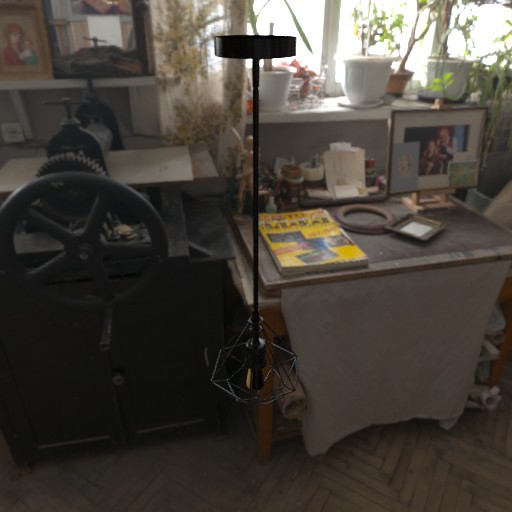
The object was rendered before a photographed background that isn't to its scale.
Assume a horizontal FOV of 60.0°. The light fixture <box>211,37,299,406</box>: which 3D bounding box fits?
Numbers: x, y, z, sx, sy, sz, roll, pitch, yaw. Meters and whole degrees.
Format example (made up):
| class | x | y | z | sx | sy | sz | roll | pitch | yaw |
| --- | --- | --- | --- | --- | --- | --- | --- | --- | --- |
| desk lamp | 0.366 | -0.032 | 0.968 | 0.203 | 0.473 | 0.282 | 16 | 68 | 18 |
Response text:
| class | x | y | z | sx | sy | sz | roll | pitch | yaw |
| --- | --- | --- | --- | --- | --- | --- | --- | --- | --- |
| light fixture | 0.000 | 0.000 | 1.987 | 0.487 | 1.764 | 0.431 | 20 | 35 | 32 |
